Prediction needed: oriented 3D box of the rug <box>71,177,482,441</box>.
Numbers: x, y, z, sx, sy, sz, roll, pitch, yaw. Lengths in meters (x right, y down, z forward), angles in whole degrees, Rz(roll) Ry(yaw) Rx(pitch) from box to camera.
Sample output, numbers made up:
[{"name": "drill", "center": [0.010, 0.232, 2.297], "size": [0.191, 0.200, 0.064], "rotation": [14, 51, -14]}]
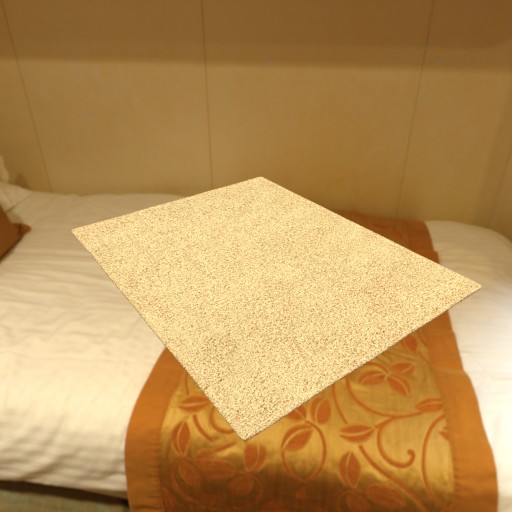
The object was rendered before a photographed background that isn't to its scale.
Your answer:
[{"name": "rug", "center": [0.000, 0.000, 4.094], "size": [2.438, 0.029, 3.047], "rotation": [-21, 38, -31]}]
